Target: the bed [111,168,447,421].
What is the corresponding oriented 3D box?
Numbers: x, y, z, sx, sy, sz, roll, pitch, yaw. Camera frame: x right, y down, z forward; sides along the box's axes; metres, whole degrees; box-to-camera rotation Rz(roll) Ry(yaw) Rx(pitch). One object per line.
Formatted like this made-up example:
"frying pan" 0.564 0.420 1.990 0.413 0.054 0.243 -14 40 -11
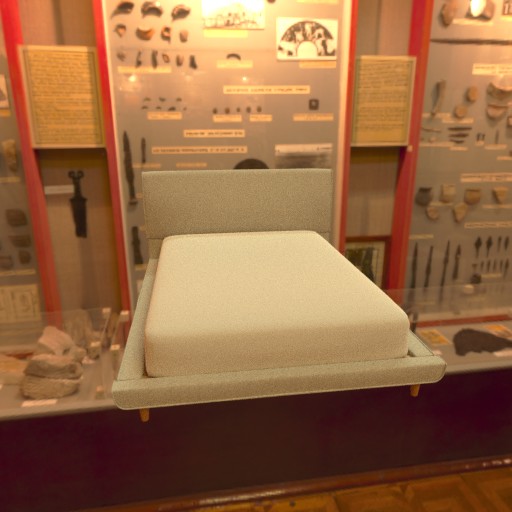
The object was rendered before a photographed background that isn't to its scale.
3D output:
"bed" 0.000 0.000 3.394 1.840 1.067 2.368 -3 18 -8
